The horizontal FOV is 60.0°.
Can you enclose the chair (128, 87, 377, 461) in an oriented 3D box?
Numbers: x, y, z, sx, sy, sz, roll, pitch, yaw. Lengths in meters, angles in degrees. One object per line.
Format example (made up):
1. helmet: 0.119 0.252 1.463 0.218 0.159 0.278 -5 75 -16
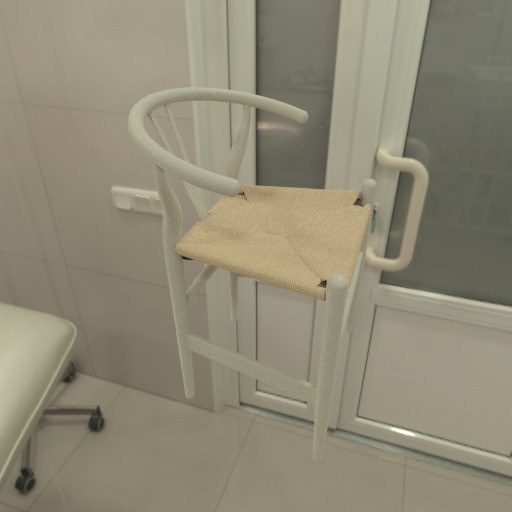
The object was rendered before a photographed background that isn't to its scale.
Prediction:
1. chair: 0.000 0.000 1.094 0.500 0.736 0.533 10 33 16
